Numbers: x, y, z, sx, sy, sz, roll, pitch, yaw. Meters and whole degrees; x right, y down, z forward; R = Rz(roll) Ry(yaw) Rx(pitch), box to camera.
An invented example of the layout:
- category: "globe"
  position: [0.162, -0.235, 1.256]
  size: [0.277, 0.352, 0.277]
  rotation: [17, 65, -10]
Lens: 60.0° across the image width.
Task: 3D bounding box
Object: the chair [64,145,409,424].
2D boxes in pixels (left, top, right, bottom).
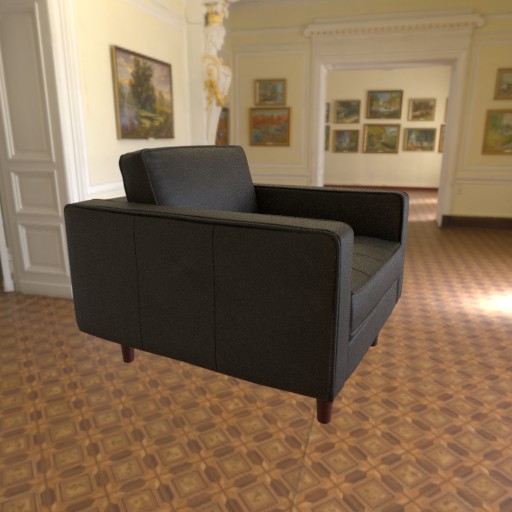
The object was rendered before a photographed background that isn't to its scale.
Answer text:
- category: "chair"
  position: [0.000, 0.000, 1.580]
  size: [0.914, 0.763, 0.889]
  rotation: [8, 17, 27]
